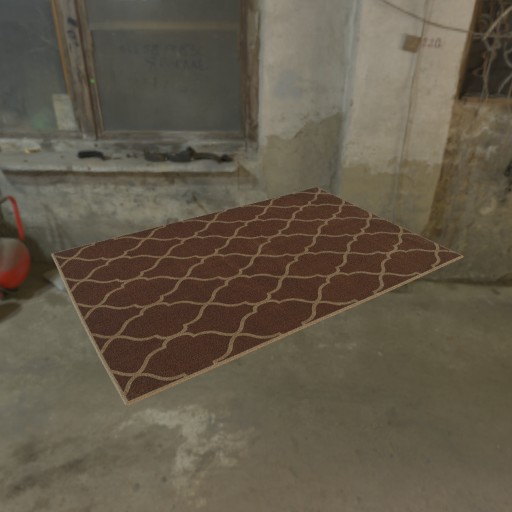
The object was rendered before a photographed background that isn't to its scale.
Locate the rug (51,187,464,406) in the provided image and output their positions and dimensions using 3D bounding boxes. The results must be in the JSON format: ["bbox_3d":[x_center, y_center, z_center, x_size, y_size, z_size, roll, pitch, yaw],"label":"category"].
[{"bbox_3d":[0.000,0.000,2.930,2.294,0.014,1.528,-18,34,-28],"label":"rug"}]
